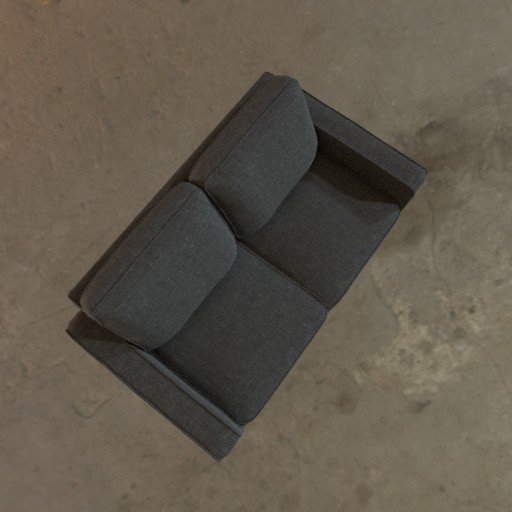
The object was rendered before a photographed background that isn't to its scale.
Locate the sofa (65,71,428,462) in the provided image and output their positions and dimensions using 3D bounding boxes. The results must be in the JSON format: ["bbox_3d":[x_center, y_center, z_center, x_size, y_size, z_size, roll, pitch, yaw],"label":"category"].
[{"bbox_3d":[0.000,0.000,2.252,0.947,0.918,1.709,36,77,9],"label":"sofa"}]
